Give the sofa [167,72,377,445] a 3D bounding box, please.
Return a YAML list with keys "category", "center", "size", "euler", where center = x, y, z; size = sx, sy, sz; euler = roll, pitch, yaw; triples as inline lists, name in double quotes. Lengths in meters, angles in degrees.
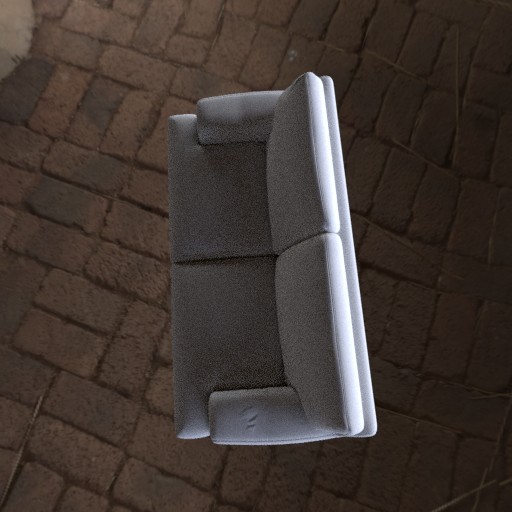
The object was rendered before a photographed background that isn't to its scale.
- category: "sofa"
  center: [0.000, 0.000, 2.866]
  size: [1.143, 0.940, 2.261]
  euler: [-4, 76, -1]
